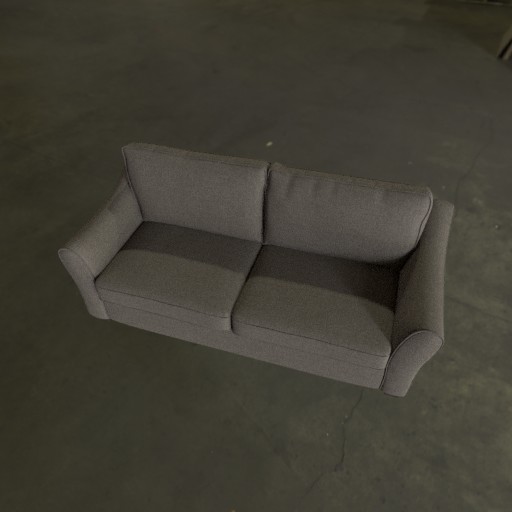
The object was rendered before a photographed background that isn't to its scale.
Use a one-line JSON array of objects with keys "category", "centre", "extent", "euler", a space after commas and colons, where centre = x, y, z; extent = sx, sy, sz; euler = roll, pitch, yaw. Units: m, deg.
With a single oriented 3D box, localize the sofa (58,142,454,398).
[{"category": "sofa", "centre": [0.000, 0.000, 2.758], "extent": [2.203, 0.976, 1.013], "euler": [12, 43, 13]}]
